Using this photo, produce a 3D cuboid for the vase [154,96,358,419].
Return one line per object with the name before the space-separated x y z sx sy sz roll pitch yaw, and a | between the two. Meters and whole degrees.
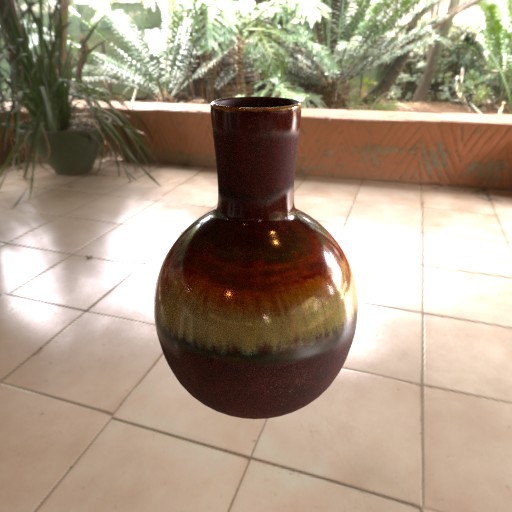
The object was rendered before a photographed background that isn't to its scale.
vase | 0.000 0.000 0.233 0.111 0.154 0.111 0 26 0
